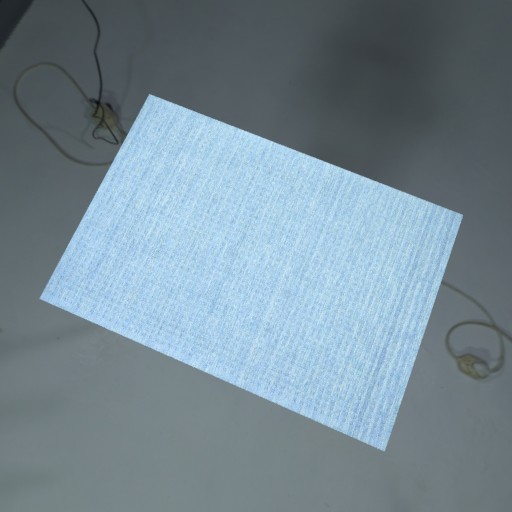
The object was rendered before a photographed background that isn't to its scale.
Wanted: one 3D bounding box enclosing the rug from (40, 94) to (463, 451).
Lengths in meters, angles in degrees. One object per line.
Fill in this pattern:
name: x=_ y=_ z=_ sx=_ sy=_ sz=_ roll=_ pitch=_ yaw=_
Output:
rug: x=0.000 y=0.000 z=3.601 sx=2.895 sy=0.006 sz=1.982 roll=22 pitch=78 yaw=5
